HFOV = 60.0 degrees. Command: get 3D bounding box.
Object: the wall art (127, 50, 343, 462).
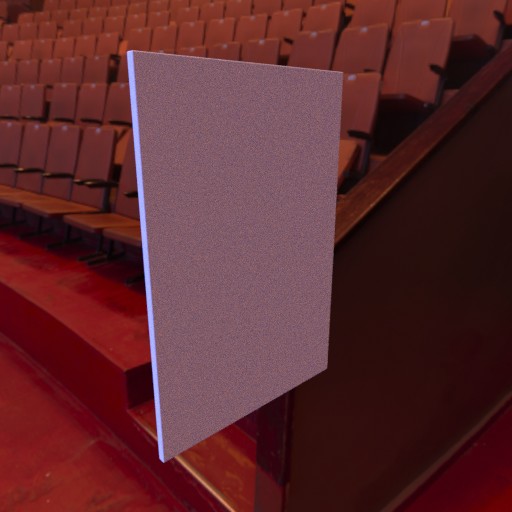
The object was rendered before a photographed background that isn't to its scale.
[{"bbox_3d":[0.000,0.000,0.602,0.329,0.482,0.011,-15,23,-40],"label":"wall art"}]
